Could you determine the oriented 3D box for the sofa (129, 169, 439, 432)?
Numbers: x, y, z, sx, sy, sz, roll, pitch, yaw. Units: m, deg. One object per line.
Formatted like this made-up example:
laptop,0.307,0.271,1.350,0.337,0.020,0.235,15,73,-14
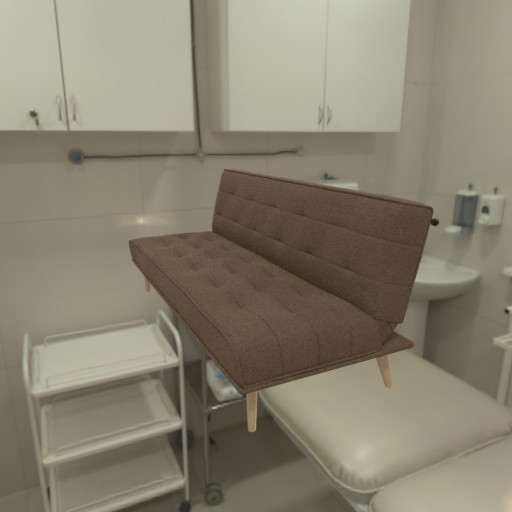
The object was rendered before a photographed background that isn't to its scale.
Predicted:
sofa,0.000,0.000,2.418,1.038,0.810,1.820,-7,17,-25
